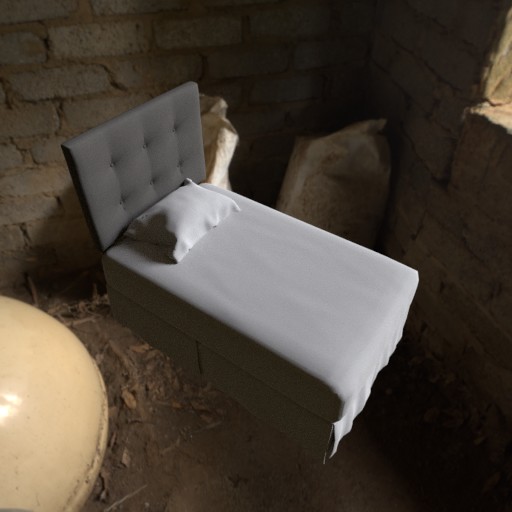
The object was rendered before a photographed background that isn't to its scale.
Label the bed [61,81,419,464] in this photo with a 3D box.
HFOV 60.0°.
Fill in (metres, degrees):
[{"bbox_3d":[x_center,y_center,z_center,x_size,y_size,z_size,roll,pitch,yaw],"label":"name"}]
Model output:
[{"bbox_3d":[0.000,0.000,2.996,1.997,1.571,1.261,26,49,25],"label":"bed"}]
